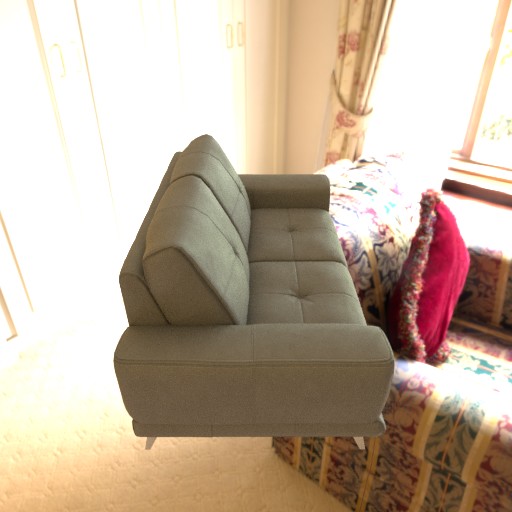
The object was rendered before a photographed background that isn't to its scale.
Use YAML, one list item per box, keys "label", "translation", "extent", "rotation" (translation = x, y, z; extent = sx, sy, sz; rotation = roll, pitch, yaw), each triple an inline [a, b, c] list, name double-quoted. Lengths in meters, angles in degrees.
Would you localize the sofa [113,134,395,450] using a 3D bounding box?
- label: "sofa"
  translation: [0.000, 0.000, 2.323]
  extent: [1.018, 0.907, 1.806]
  rotation: [0, 32, 0]
